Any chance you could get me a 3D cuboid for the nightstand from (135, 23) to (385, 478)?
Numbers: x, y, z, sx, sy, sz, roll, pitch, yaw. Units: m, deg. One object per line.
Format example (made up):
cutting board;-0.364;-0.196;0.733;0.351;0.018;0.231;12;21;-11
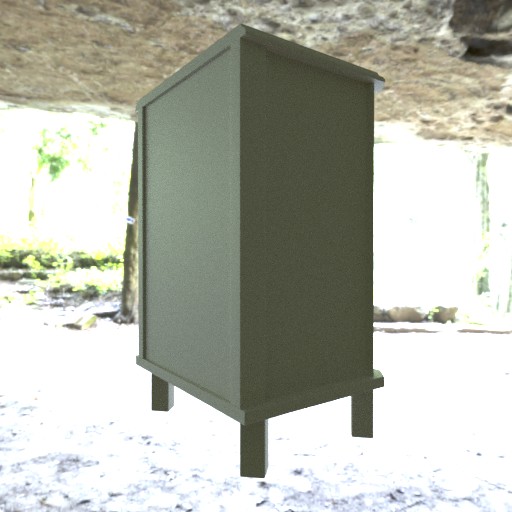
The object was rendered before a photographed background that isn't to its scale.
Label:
nightstand;0.000;0.000;0.915;0.351;0.681;0.435;0;1;-36
